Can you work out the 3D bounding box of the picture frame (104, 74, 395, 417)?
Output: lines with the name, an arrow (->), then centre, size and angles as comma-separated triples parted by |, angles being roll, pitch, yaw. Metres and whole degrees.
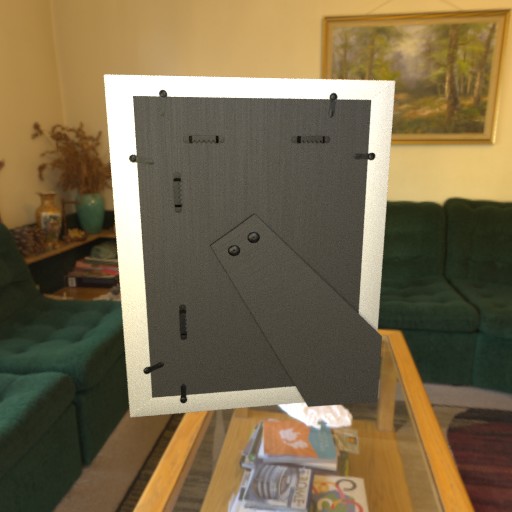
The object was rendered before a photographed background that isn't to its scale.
picture frame -> 0.000, 0.000, 0.513 | 0.307, 0.386, 0.036 | -2, 14, -8
